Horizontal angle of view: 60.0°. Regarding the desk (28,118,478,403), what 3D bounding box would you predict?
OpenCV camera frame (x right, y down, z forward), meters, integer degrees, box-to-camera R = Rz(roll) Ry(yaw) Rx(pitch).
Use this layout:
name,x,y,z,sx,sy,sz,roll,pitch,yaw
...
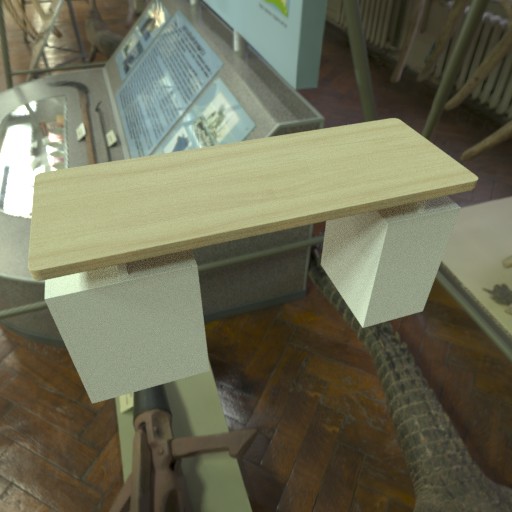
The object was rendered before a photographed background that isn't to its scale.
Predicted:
name,x,y,z,sx,sy,sz,roll,pitch,yaw
desk,0.000,0.000,1.831,1.500,0.755,0.550,-12,43,-14
